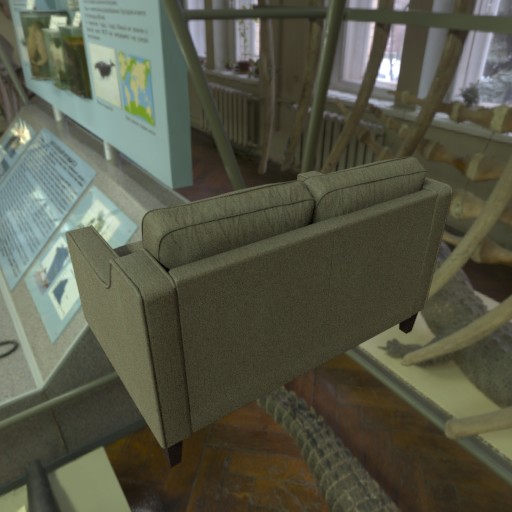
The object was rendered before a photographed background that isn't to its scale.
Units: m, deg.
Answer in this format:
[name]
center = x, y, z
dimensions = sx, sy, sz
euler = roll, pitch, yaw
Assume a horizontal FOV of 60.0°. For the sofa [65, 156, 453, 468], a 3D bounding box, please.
[sofa]
center = 0.000, 0.000, 2.141
dimensions = 1.503, 0.981, 0.985
euler = -19, 35, -30
